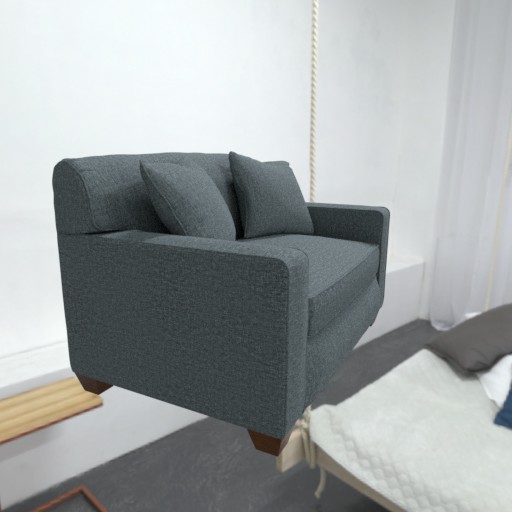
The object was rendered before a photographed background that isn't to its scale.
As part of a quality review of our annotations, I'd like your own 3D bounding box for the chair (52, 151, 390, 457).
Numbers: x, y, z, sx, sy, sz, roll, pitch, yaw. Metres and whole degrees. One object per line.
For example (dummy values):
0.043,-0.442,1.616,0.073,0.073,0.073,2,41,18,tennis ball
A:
0.000,0.000,2.059,1.000,0.948,1.383,7,15,27,chair
